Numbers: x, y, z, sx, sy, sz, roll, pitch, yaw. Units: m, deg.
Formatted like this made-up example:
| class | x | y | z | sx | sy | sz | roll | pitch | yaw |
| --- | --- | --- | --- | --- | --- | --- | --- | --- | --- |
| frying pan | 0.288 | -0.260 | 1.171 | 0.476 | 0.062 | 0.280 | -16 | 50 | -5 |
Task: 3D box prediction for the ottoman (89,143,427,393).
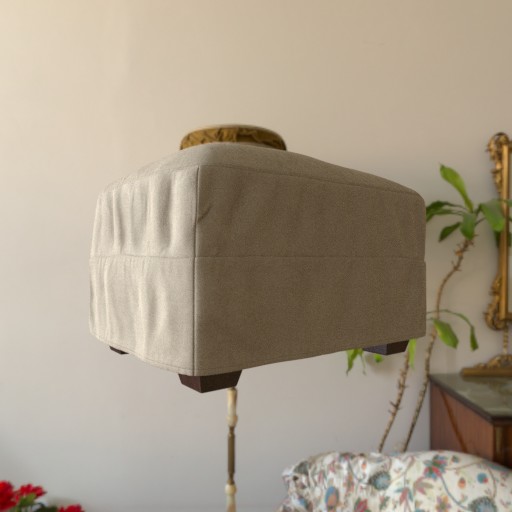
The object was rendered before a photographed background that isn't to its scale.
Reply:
| class | x | y | z | sx | sy | sz | roll | pitch | yaw |
| --- | --- | --- | --- | --- | --- | --- | --- | --- | --- |
| ottoman | 0.000 | 0.000 | 1.122 | 0.712 | 0.480 | 0.584 | 0 | -1 | -37 |
